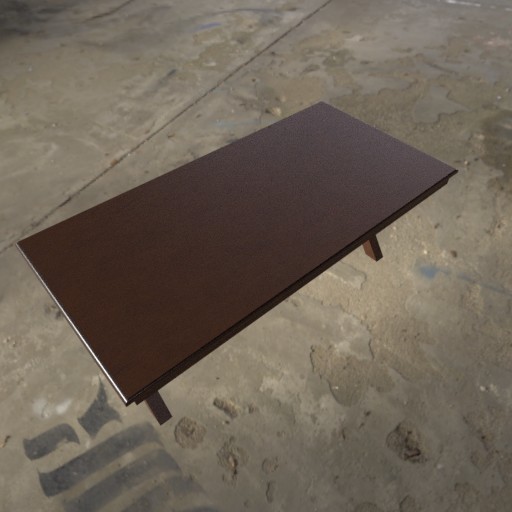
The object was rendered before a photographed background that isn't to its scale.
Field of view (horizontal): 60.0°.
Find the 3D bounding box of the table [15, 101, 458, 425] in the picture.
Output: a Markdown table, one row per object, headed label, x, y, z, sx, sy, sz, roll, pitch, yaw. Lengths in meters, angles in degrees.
| label | x | y | z | sx | sy | sz | roll | pitch | yaw |
| --- | --- | --- | --- | --- | --- | --- | --- | --- | --- |
| table | 0.000 | 0.000 | 1.463 | 1.197 | 0.459 | 0.594 | -32 | 55 | -27 |
